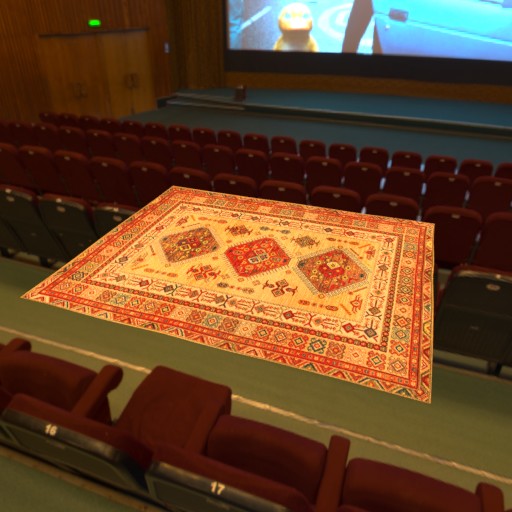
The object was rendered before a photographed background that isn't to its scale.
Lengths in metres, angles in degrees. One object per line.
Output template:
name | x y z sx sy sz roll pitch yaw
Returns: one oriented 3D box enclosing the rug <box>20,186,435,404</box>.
rug | 0.000 0.000 4.033 3.067 0.005 2.460 11 33 17
